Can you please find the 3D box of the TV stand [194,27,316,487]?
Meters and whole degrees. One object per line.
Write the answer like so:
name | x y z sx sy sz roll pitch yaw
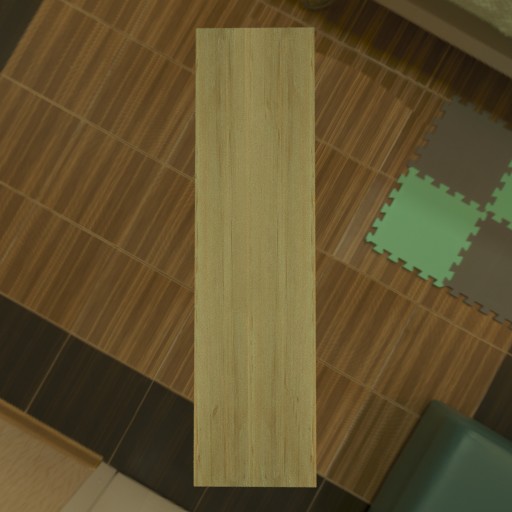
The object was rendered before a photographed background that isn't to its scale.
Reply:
TV stand | 0.000 0.000 1.820 0.420 0.550 1.600 0 88 1
